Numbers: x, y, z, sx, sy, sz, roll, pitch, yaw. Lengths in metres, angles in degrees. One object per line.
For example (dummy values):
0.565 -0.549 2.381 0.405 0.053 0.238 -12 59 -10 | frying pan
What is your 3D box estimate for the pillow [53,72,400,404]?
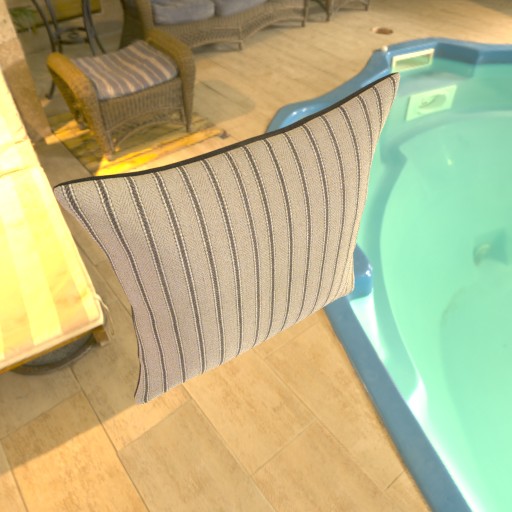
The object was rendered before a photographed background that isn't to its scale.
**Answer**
0.000 0.000 0.662 0.468 0.444 0.138 -25 50 -22 | pillow
